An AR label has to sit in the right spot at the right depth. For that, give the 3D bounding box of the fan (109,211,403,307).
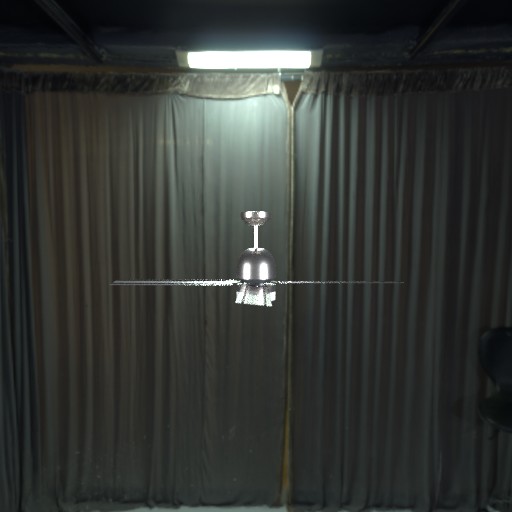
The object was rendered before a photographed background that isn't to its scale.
[{"bbox_3d":[0.000,0.000,2.077,1.346,0.406,1.346,0,3,-1],"label":"fan"}]
